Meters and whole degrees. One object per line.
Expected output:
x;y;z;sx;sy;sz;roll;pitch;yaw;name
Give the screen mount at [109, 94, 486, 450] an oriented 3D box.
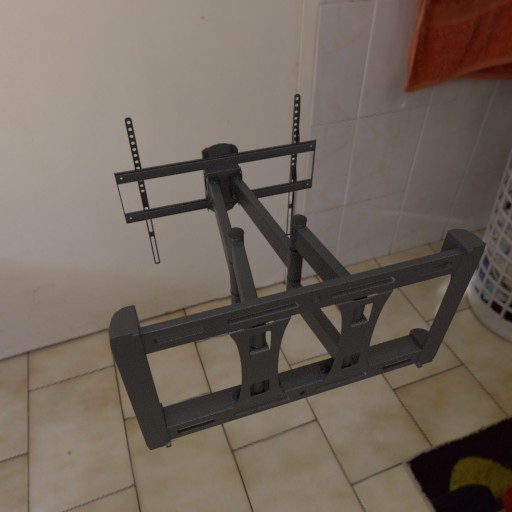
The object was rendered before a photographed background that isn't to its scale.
0.000;0.000;0.927;0.571;0.424;0.556;-13;44;-14;screen mount
